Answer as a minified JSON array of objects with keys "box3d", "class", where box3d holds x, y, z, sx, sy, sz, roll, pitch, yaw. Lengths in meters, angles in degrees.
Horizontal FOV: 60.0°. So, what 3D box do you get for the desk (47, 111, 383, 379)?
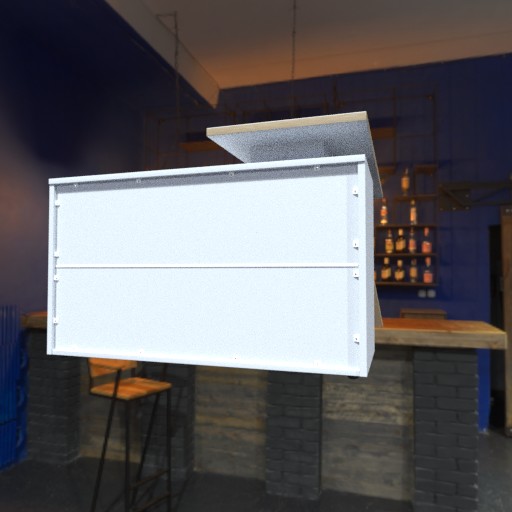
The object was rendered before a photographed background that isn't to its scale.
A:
[{"box3d":[0.000,0.000,2.063,1.098,0.755,1.404,-1,-2,18],"class":"desk"}]
